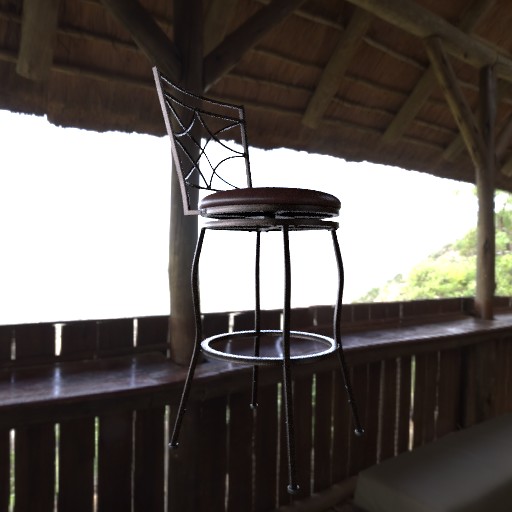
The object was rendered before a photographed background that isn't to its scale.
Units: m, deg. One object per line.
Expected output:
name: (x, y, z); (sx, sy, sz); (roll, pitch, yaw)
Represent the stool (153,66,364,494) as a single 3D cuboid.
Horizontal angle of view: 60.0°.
stool: (0.000, 0.000, 1.363); (0.534, 1.117, 0.434); (0, 1, 35)
